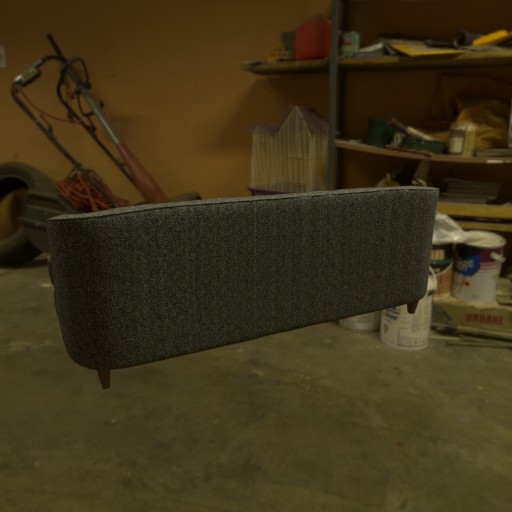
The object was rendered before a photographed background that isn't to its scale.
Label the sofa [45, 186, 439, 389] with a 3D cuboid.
[{"bbox_3d":[0.000,0.000,2.693,2.278,0.855,0.941,-8,18,-26],"label":"sofa"}]
